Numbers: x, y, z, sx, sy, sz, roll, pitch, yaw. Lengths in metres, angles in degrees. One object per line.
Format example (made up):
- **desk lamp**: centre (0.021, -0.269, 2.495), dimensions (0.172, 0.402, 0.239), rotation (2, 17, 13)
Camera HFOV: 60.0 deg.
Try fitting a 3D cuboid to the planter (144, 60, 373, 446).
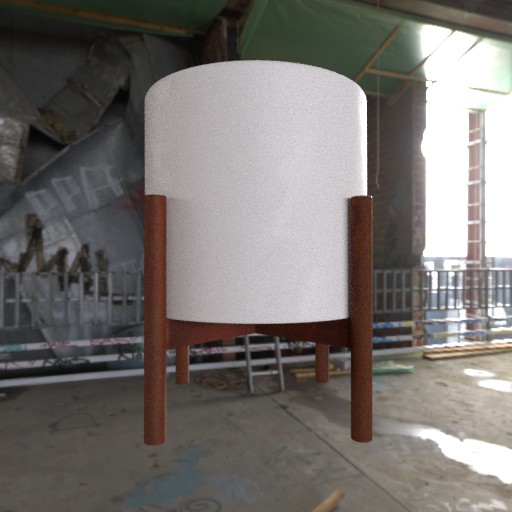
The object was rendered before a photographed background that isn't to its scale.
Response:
- **planter**: centre (0.000, 0.000, 0.862), dimensions (0.421, 0.581, 0.420), rotation (0, 0, 1)
